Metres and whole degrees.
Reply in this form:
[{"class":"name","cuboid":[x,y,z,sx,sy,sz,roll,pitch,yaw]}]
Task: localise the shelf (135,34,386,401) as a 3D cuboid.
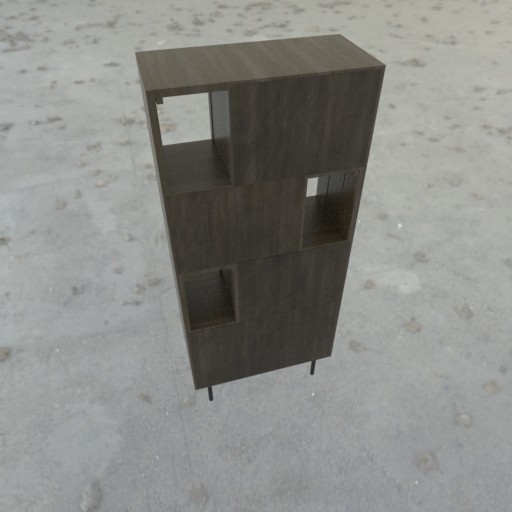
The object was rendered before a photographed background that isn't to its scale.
[{"class":"shelf","cuboid":[0.000,0.000,1.806,0.670,1.545,0.323,-11,43,-12]}]
